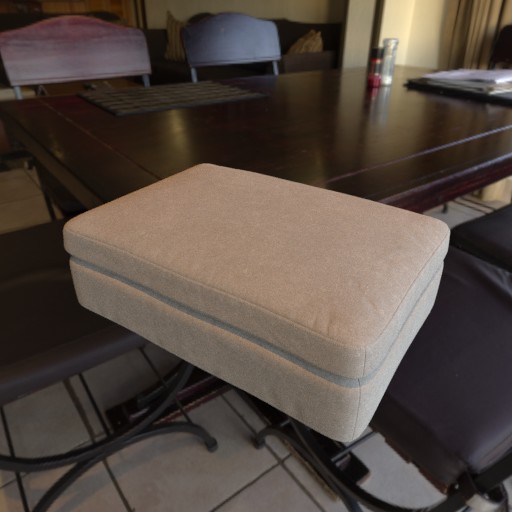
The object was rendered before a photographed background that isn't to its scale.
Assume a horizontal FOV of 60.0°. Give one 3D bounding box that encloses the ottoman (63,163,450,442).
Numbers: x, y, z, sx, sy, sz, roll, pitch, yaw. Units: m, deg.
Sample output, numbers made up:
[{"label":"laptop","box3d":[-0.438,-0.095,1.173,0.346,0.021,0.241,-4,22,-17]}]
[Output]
[{"label":"ottoman","box3d":[0.000,0.000,1.656,1.199,0.429,0.840,19,36,29]}]
